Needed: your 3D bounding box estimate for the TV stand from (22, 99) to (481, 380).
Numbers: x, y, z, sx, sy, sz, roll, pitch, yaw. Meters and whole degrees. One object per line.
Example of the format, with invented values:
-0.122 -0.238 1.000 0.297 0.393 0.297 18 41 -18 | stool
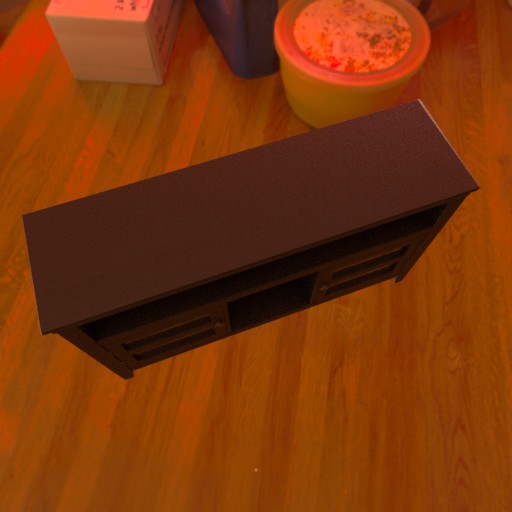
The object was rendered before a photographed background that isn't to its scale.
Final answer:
0.000 0.000 1.500 1.198 0.681 0.347 -18 66 -9 | TV stand
